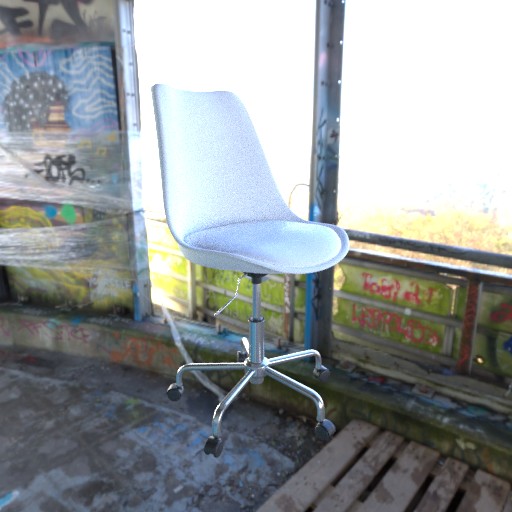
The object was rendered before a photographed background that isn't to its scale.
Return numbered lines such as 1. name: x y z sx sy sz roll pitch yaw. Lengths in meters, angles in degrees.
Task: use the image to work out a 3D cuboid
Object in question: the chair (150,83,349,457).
1. chair: 0.000 0.000 1.249 0.550 0.930 0.550 13 19 41
